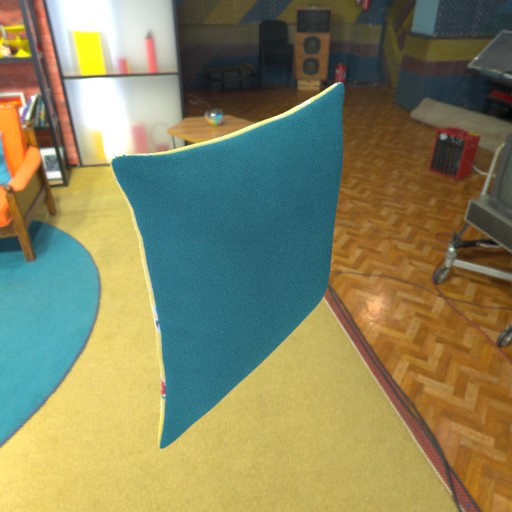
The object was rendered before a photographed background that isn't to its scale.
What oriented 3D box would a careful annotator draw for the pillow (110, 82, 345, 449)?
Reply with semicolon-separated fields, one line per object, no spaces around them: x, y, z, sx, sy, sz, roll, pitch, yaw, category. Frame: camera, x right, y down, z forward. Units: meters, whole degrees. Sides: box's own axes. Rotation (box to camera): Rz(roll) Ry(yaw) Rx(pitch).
0.000;0.000;0.782;0.166;0.508;0.525;22;38;31;pillow
